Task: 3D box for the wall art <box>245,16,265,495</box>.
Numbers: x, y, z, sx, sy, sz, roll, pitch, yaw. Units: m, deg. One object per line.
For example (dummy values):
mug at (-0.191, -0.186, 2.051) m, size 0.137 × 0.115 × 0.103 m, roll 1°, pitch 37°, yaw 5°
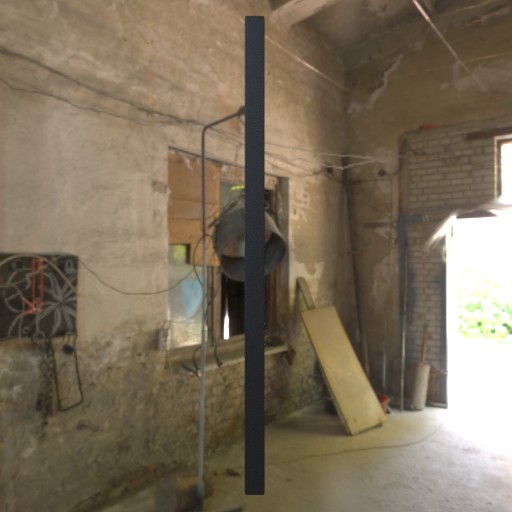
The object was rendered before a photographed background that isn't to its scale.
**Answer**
wall art at (0.000, 0.000, 0.686) m, size 0.021 × 0.509 × 0.430 m, roll 0°, pitch 0°, yaw 0°
